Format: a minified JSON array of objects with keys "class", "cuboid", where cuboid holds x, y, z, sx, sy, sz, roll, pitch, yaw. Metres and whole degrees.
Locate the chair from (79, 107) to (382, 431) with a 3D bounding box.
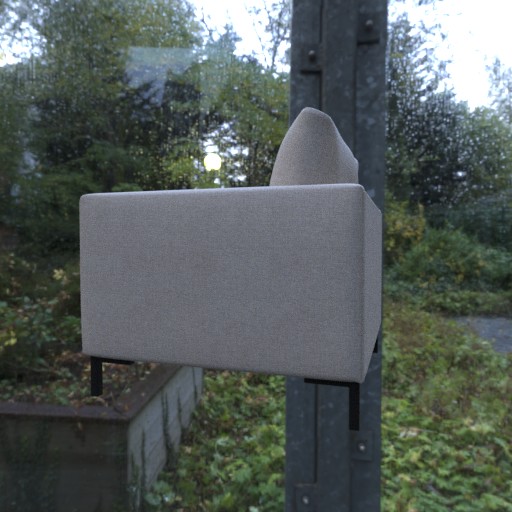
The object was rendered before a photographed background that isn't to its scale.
[{"class":"chair","cuboid":[0.000,0.000,1.658,0.866,0.861,0.963,1,2,18]}]
